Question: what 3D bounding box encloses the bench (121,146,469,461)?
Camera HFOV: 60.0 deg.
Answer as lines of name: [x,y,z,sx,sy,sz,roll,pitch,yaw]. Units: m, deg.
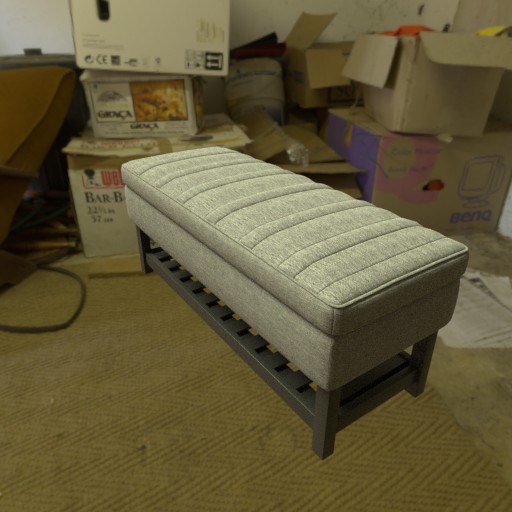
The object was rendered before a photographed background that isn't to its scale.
bench: [0.000,0.000,1.350,0.429,0.470,1.100,-18,33,-30]
